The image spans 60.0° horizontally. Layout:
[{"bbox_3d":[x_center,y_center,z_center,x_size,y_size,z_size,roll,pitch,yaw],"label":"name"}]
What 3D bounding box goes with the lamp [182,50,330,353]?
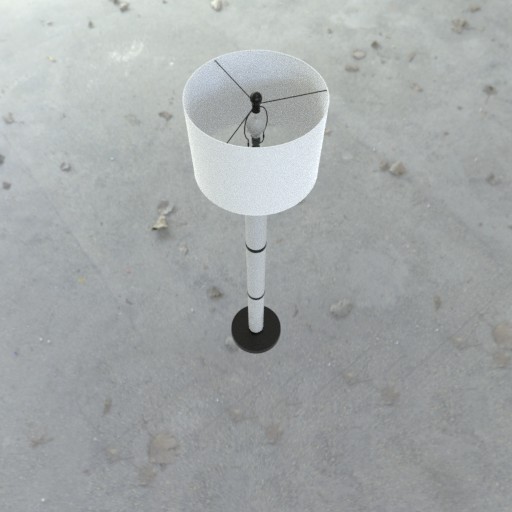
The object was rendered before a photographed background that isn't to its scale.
[{"bbox_3d":[0.000,0.000,1.809,0.377,1.599,0.377,-33,64,-18],"label":"lamp"}]
